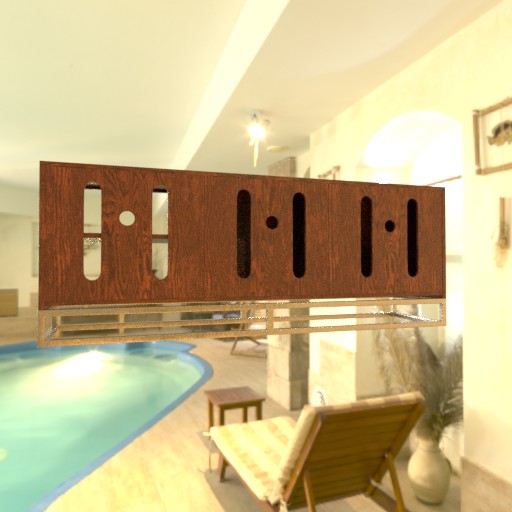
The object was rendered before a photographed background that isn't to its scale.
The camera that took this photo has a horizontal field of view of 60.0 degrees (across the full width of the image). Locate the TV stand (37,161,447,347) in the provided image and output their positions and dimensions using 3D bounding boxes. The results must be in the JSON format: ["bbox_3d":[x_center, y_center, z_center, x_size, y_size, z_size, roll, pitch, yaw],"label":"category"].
[{"bbox_3d":[0.000,0.000,1.789,1.541,0.578,0.382,0,-1,-18],"label":"TV stand"}]
